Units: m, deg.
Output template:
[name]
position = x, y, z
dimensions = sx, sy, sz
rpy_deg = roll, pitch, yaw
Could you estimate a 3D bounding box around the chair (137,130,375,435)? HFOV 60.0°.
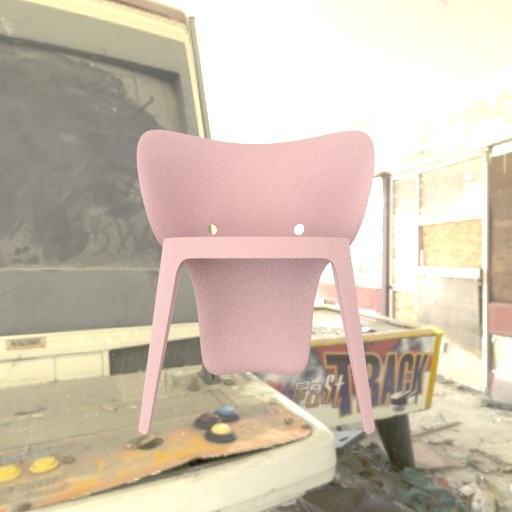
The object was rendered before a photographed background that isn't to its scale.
[chair]
position = 0.000, 0.000, 0.863
dimensions = 0.451, 0.554, 0.402
rpy_deg = 0, 0, 0
